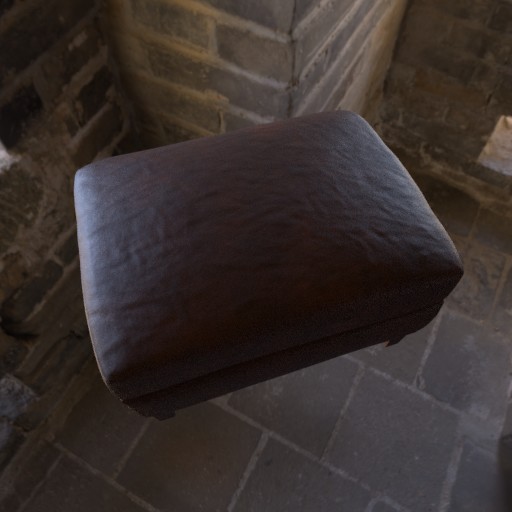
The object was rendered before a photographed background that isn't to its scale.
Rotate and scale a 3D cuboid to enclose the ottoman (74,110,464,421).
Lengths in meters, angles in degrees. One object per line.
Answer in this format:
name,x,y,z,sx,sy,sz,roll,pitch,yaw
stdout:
ottoman,0.000,0.000,1.269,0.887,0.527,0.659,-15,57,-10
